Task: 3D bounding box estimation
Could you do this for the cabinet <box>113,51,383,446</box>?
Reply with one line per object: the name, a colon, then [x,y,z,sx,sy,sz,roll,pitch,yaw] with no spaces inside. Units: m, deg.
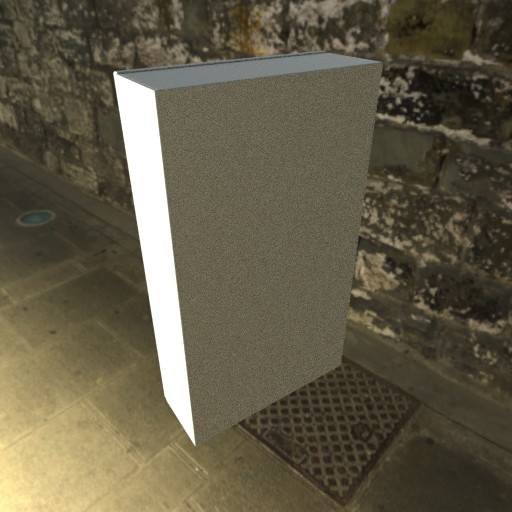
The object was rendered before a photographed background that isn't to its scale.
cabinet: [0.000,0.000,2.706,1.250,2.160,0.480,-20,37,-28]
